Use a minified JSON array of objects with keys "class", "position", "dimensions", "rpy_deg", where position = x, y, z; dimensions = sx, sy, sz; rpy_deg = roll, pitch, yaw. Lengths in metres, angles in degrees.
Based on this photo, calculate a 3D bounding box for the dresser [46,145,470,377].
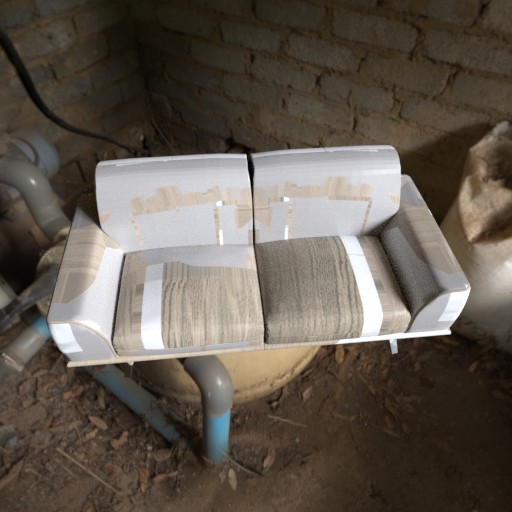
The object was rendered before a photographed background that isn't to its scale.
[{"class":"dresser","position":[0.000,0.000,5.687],"dimensions":[4.679,1.863,2.251],"rpy_deg":[-4,47,-4]}]
